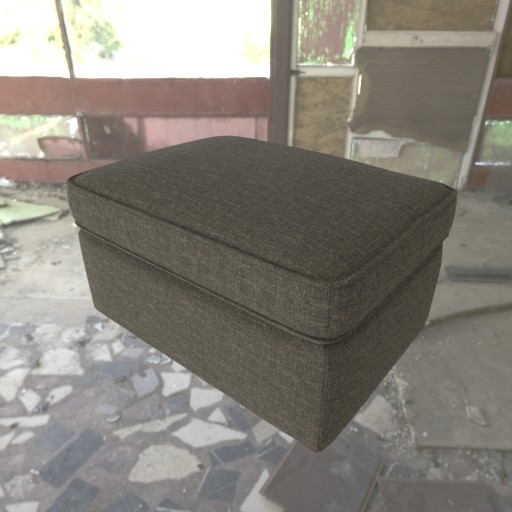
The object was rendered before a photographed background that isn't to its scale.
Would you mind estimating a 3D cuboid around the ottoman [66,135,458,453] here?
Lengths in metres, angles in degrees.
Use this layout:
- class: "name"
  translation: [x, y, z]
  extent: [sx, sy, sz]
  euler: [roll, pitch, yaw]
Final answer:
- class: "ottoman"
  translation: [0.000, 0.000, 1.074]
  extent: [0.749, 0.450, 0.549]
  euler: [22, 36, 34]
